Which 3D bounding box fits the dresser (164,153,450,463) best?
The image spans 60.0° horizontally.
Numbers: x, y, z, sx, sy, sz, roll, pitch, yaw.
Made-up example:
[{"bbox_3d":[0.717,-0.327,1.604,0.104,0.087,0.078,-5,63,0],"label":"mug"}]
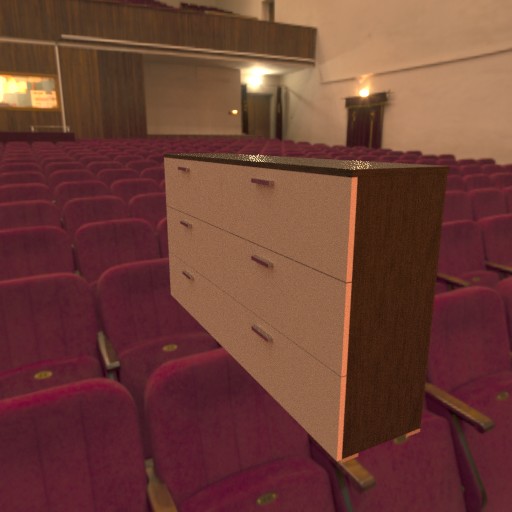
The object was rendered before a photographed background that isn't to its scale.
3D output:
[{"bbox_3d":[0.000,0.000,1.829,0.333,0.790,1.535,-7,16,-26],"label":"dresser"}]
